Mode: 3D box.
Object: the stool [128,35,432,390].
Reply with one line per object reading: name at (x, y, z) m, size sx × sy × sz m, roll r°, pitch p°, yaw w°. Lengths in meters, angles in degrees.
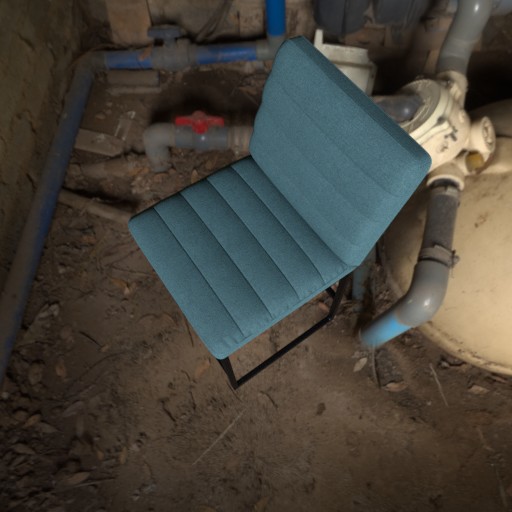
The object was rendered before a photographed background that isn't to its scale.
stool at (0.000, 0.000, 1.348) m, size 0.560 × 1.040 × 0.460 m, roll -33°, pitch 70°, yaw -14°
